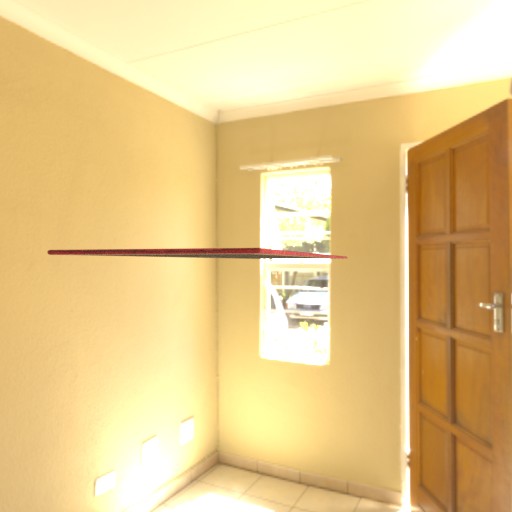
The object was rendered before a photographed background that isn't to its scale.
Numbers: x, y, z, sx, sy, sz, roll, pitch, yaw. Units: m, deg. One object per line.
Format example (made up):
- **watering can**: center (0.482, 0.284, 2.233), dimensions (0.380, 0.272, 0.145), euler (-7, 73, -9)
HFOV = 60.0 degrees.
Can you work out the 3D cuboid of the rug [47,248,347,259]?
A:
- **rug**: center (0.000, 0.000, 2.643), dimensions (0.813, 0.018, 2.439), euler (0, -1, 18)
